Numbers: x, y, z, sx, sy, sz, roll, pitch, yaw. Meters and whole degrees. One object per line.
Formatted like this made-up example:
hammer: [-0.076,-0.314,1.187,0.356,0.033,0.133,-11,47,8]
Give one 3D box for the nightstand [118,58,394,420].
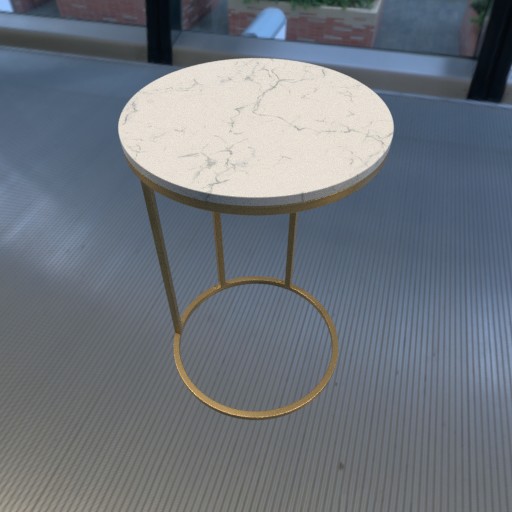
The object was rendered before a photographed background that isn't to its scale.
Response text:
nightstand: [0.000,0.000,0.877,0.400,0.610,0.400,-21,49,-19]
